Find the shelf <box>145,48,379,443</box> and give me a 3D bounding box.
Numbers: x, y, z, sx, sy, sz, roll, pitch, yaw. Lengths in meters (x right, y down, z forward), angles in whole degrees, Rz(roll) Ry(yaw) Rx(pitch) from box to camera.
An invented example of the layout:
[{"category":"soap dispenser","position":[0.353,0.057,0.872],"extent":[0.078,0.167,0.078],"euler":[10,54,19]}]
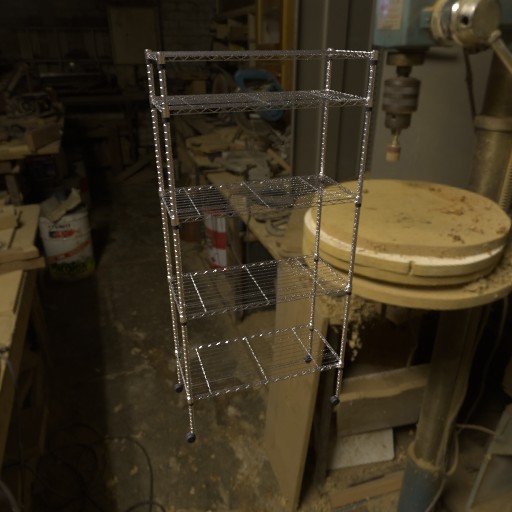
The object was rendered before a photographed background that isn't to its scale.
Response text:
[{"category":"shelf","position":[0.000,0.000,1.882],"extent":[0.762,1.587,0.356],"euler":[-8,28,-16]}]
